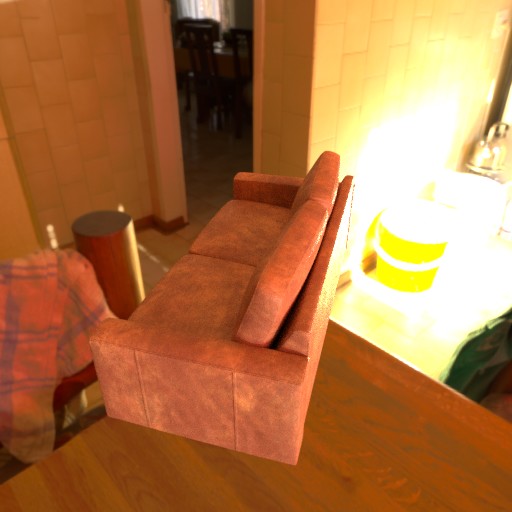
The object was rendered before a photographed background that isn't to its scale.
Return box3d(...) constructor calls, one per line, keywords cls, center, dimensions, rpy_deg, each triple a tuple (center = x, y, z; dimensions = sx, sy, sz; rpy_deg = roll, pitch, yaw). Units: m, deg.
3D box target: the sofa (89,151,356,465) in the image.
box3d(cls="sofa", center=(0.000, 0.000, 2.809), dimensions=(1.016, 0.873, 2.179), rpy_deg=(9, 32, 14))
